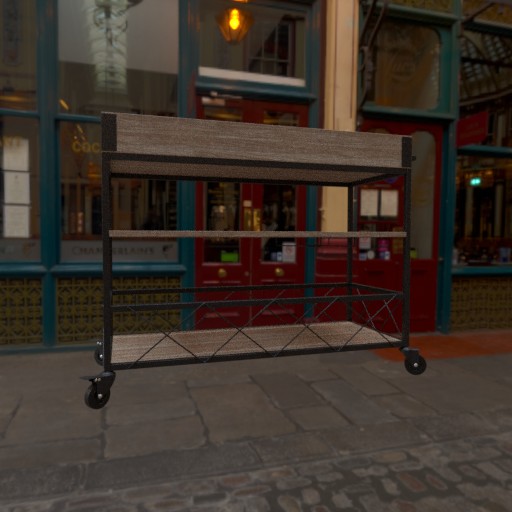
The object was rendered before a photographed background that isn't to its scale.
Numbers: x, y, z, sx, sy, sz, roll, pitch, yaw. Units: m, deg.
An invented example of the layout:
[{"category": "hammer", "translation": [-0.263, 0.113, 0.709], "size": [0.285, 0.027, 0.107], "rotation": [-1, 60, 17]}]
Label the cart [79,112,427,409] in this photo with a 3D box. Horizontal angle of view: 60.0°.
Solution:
[{"category": "cart", "translation": [0.000, 0.000, 1.517], "size": [1.101, 0.787, 0.500], "rotation": [-1, 2, -17]}]
